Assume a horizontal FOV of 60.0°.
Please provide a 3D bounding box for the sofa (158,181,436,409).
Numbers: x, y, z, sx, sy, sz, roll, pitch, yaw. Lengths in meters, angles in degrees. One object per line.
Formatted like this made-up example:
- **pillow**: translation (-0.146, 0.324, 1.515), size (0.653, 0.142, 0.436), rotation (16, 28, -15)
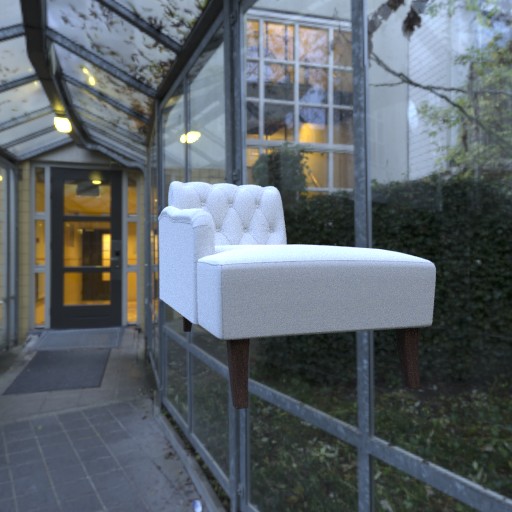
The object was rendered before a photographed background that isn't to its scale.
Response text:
- **sofa**: translation (0.000, 0.000, 1.853), size (0.675, 0.787, 1.379), rotation (0, 0, -19)
